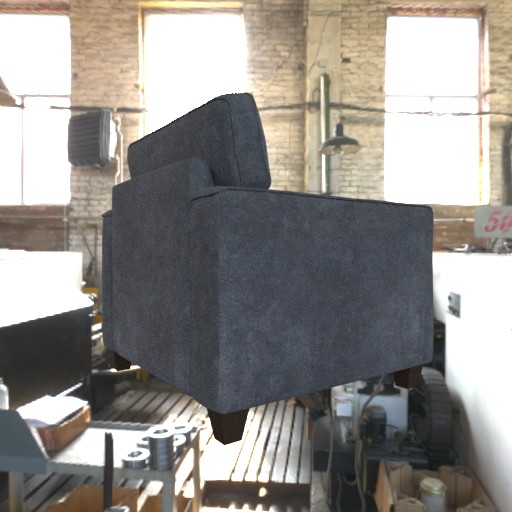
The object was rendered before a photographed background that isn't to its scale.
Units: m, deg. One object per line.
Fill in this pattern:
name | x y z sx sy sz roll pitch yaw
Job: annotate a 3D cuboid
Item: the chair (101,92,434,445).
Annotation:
chair | 0.000 0.000 1.755 0.939 0.965 1.015 -1 1 -35
